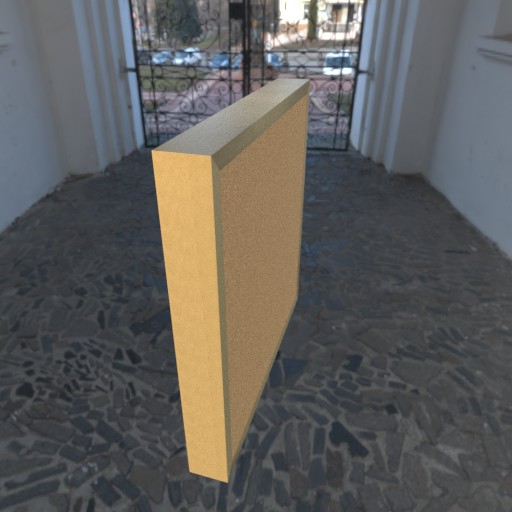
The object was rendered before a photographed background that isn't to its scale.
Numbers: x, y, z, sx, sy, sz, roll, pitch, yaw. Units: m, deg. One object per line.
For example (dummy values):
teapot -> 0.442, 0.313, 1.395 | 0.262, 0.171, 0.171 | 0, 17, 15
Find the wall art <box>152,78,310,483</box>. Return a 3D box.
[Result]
wall art -> 0.000, 0.000, 0.461 | 0.038, 0.305, 0.304 | 8, 31, 14
